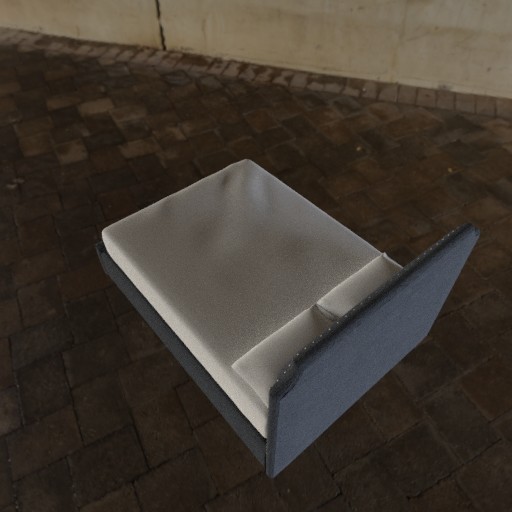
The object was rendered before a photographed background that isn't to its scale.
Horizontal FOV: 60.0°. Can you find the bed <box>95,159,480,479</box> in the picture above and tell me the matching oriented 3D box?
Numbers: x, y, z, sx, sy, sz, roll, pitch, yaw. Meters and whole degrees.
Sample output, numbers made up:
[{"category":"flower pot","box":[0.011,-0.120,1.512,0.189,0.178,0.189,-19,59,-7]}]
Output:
[{"category":"bed","box":[0.000,0.000,3.402,1.713,1.443,2.372,-32,55,-26]}]
